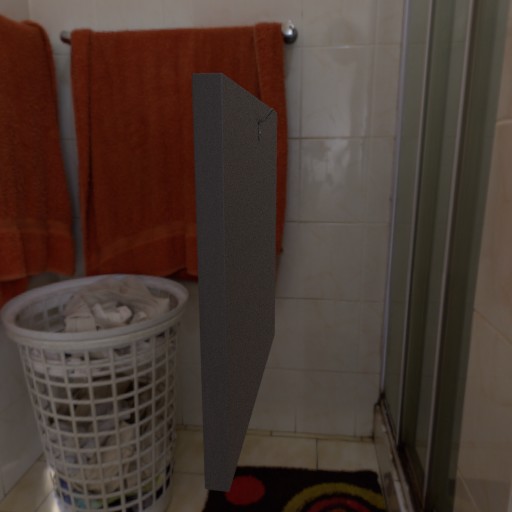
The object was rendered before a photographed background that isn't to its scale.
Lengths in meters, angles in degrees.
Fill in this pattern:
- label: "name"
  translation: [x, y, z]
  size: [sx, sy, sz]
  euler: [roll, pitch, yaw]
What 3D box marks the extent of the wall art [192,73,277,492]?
- label: "wall art"
  translation: [0.000, 0.000, 0.522]
  size: [0.038, 0.349, 0.349]
  euler: [2, 14, 9]
